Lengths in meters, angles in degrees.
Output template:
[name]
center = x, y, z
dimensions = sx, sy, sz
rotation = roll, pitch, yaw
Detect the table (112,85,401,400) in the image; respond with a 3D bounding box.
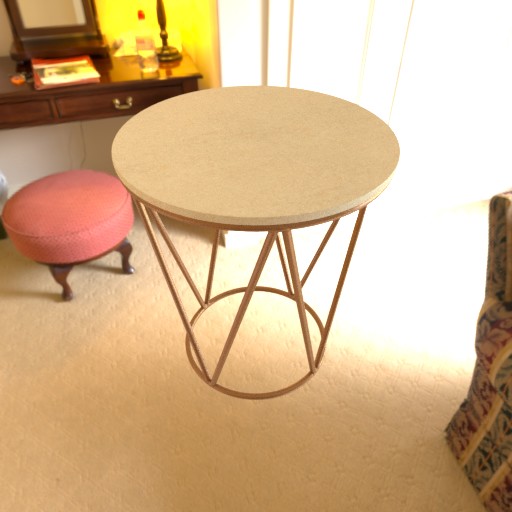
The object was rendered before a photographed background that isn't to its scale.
[table]
center = 0.000, 0.000, 0.971
dimensions = 0.500, 0.564, 0.500
rotation = 0, 41, 0
